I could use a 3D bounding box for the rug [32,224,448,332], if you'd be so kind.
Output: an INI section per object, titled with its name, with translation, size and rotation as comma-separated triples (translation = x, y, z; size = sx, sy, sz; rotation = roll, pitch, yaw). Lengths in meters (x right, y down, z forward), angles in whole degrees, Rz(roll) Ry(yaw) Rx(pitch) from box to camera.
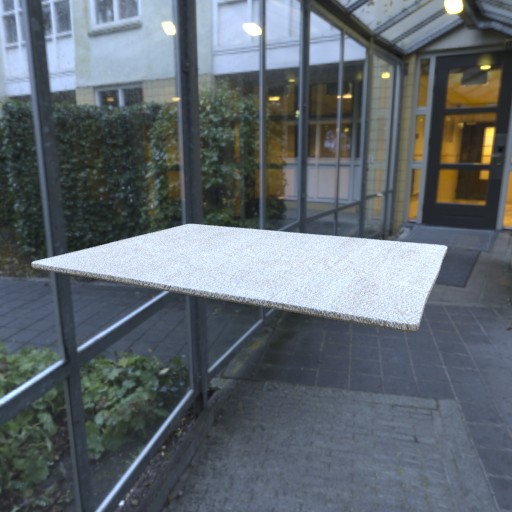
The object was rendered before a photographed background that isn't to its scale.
[rug]
translation = 0.000, 0.000, 2.096
size = 1.600, 0.027, 1.200
rotation = 7, 15, 26
